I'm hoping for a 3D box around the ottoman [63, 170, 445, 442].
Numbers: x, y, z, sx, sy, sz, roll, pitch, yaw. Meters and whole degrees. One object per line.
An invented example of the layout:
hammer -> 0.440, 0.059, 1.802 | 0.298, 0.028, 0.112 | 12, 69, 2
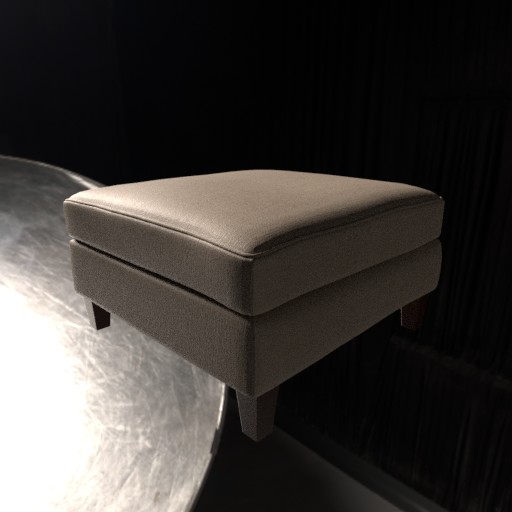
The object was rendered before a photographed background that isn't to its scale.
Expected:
ottoman -> 0.000, 0.000, 1.370 | 0.838, 0.481, 0.838 | 17, 24, 42
